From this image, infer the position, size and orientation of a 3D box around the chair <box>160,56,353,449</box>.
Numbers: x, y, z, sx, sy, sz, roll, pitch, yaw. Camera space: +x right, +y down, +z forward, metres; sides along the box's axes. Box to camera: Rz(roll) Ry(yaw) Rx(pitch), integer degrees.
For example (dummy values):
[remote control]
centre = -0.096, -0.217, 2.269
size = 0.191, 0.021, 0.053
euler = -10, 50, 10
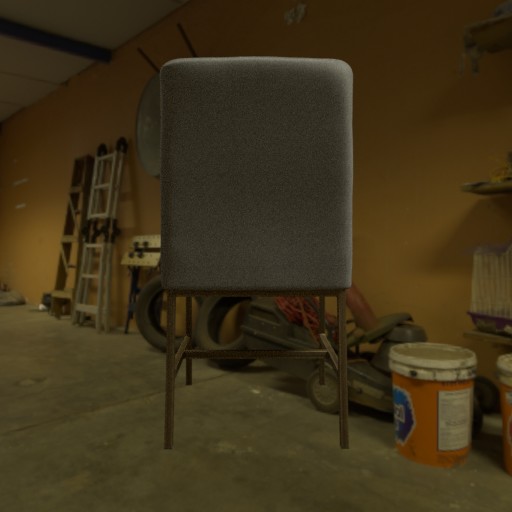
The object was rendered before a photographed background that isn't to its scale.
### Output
[chair]
centre = 0.000, 0.000, 1.262
size = 0.508, 0.889, 0.587
euler = 0, 1, 0
